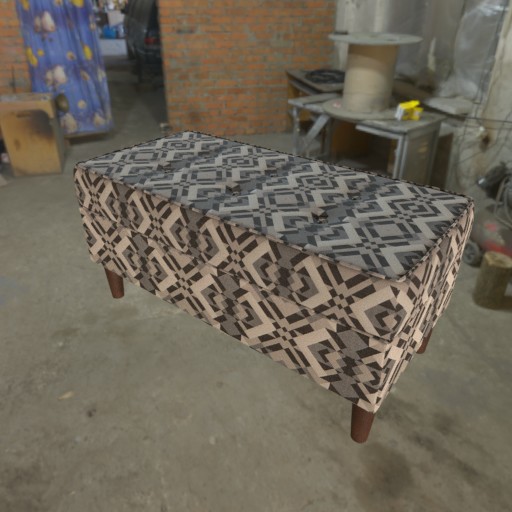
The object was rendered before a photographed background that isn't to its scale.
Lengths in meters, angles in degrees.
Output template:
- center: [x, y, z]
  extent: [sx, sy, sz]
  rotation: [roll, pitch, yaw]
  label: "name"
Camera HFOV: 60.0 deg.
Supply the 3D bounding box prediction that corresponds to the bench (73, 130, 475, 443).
- center: [0.000, 0.000, 1.292]
  extent: [1.016, 0.477, 0.492]
  rotation: [22, 37, 32]
  label: "bench"
